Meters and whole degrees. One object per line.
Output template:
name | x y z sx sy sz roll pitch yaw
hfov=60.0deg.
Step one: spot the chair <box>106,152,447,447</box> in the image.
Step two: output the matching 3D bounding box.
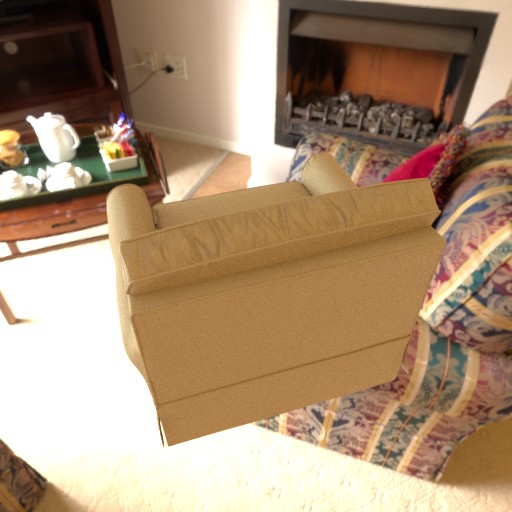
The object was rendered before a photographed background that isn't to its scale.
chair | 0.000 0.000 1.786 1.096 0.937 0.903 -12 44 -13
